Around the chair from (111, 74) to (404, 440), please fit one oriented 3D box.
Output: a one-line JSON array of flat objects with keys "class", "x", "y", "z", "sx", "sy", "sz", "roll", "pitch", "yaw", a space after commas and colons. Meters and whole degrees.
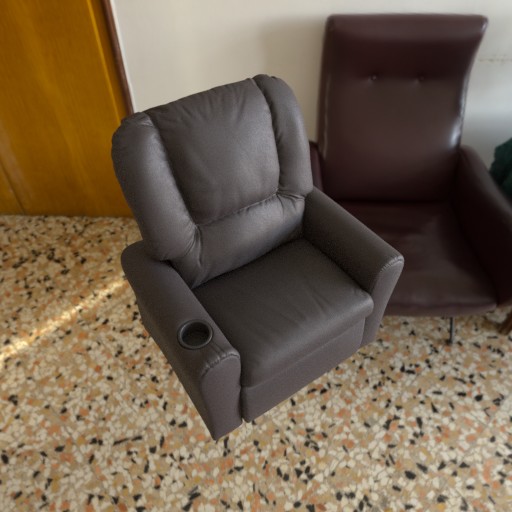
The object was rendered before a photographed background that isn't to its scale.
[{"class": "chair", "x": 0.000, "y": 0.000, "z": 1.140, "sx": 0.610, "sy": 0.709, "sz": 0.521, "roll": -26, "pitch": 51, "yaw": -23}]
